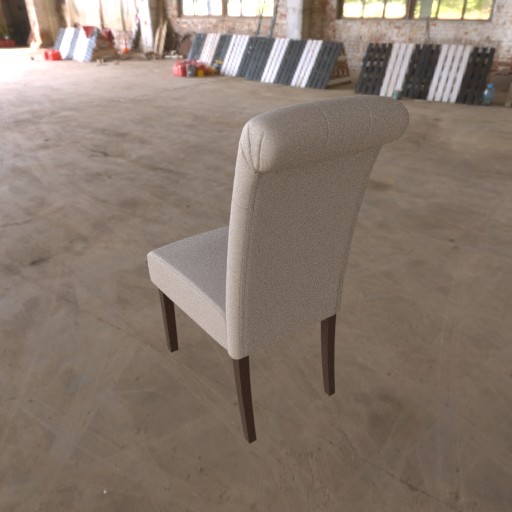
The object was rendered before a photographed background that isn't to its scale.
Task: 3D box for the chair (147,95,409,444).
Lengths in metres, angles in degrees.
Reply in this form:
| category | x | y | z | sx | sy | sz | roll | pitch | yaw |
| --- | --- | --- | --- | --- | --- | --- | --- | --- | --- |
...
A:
| category | x | y | z | sx | sy | sz | roll | pitch | yaw |
| --- | --- | --- | --- | --- | --- | --- | --- | --- | --- |
| chair | 0.000 | 0.000 | 1.366 | 0.456 | 1.006 | 0.671 | -19 | 35 | -30 |
